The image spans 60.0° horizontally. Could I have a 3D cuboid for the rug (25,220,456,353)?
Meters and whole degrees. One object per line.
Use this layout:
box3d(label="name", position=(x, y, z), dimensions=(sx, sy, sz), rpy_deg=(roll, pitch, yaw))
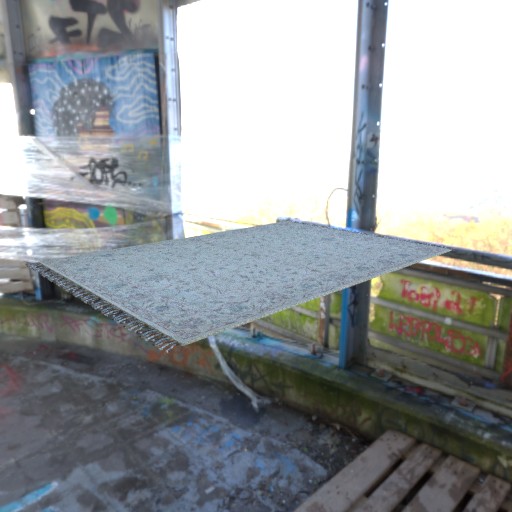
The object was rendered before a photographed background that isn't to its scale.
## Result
box3d(label="rug", position=(0.000, 0.000, 2.218), dimensions=(1.802, 0.008, 1.247), rpy_deg=(-13, 19, -41))
